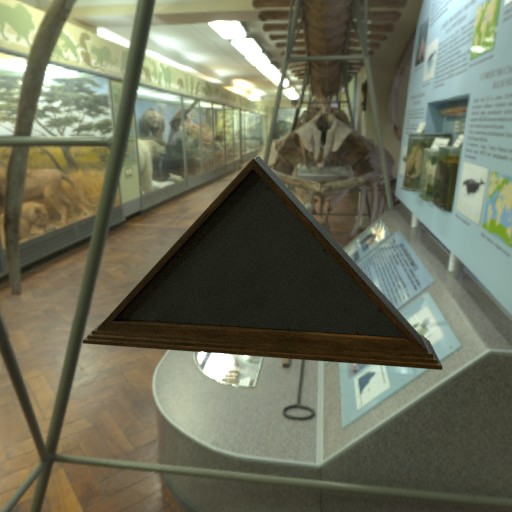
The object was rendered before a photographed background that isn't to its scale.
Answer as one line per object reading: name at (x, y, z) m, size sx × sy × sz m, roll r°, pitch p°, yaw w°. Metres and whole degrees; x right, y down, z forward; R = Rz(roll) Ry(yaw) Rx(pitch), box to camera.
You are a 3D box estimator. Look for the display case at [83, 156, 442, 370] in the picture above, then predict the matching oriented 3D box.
display case at (0.000, 0.000, 0.781) m, size 0.640 × 0.340 × 0.095 m, roll 2°, pitch 16°, yaw 8°
